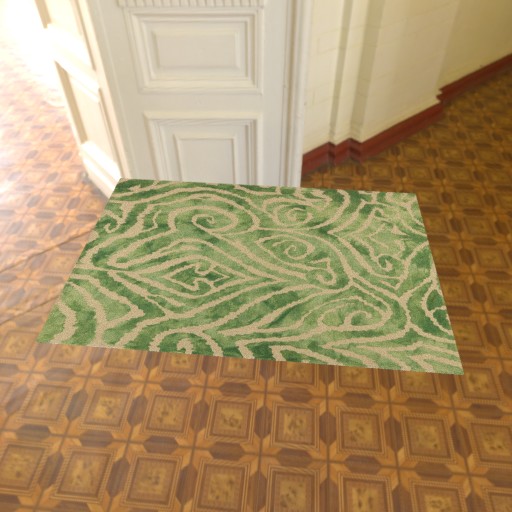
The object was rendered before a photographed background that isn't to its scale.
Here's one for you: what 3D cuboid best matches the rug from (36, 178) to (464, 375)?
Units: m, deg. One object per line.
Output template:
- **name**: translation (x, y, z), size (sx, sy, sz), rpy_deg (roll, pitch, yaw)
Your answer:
- **rug**: translation (0.000, 0.000, 2.309), size (1.826, 0.006, 1.220), rpy_deg (4, 45, 4)
